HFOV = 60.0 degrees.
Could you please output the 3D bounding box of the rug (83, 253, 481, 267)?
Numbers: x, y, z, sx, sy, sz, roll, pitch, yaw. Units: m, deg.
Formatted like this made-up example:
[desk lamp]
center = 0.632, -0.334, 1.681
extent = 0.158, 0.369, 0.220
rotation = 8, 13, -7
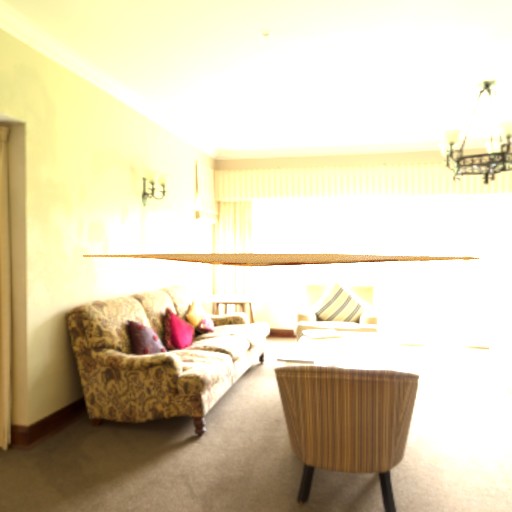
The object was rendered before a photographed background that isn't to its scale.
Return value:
[rug]
center = 0.000, 0.000, 4.348
extent = 2.434, 0.045, 3.202
rotation = -1, 1, -36
